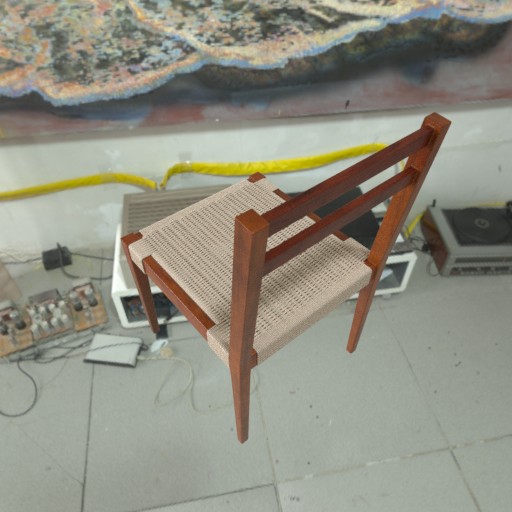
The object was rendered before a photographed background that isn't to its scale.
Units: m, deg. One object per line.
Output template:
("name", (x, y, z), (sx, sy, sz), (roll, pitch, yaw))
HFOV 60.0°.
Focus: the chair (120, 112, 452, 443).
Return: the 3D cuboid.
("chair", (0.000, 0.000, 1.177), (0.495, 0.851, 0.569), (-31, 53, -27))
